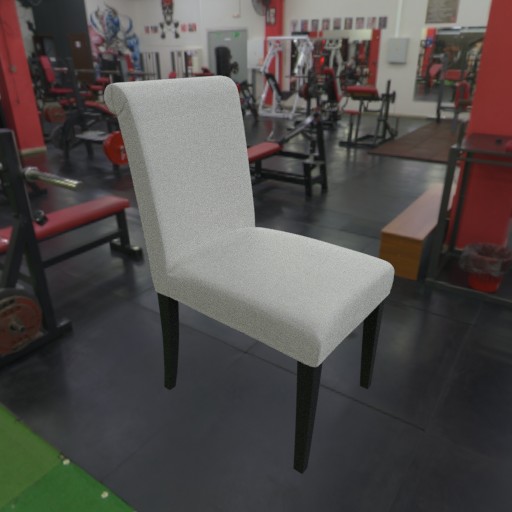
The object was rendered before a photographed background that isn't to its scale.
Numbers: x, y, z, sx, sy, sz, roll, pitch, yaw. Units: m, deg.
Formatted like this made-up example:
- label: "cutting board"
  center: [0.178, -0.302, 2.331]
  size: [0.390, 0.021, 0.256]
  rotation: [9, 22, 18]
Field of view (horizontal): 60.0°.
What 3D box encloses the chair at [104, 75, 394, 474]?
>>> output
- label: "chair"
  center: [0.000, 0.000, 1.344]
  size: [0.708, 0.976, 0.452]
  rotation: [18, 31, 33]
